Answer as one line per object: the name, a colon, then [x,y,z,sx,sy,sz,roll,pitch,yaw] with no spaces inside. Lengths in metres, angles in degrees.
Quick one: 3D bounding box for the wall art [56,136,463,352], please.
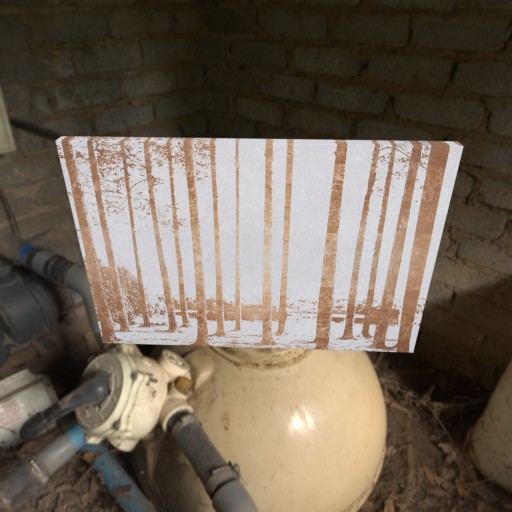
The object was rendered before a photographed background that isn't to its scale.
wall art: [0.000,0.000,1.163,0.914,0.609,0.035,1,31,2]
